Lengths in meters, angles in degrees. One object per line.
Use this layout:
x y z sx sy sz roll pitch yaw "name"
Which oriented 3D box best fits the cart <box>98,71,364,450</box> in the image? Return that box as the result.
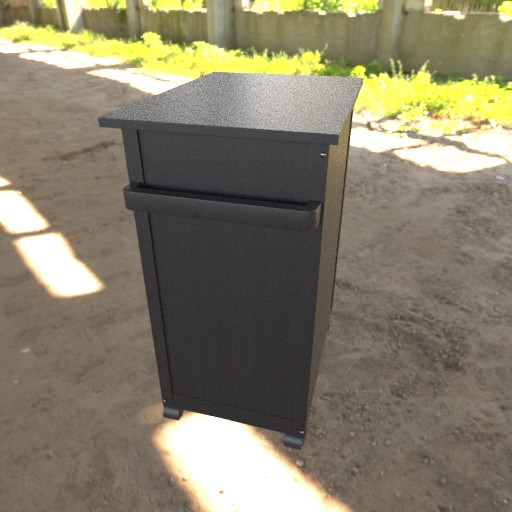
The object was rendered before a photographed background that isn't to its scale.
0.000 0.000 1.263 0.456 0.879 0.660 8 31 13 "cart"
